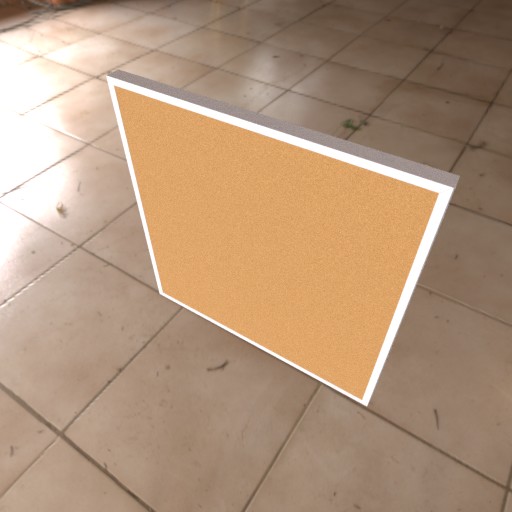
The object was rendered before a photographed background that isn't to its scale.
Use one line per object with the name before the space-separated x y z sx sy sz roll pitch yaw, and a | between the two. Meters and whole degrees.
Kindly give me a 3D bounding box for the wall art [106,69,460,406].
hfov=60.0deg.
wall art | 0.000 0.000 1.125 0.762 0.762 0.038 24 51 22
